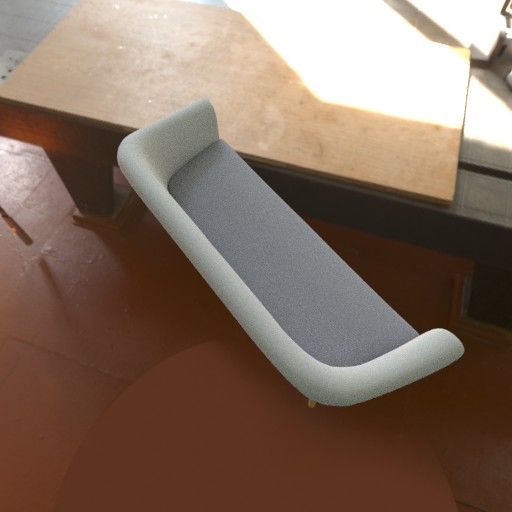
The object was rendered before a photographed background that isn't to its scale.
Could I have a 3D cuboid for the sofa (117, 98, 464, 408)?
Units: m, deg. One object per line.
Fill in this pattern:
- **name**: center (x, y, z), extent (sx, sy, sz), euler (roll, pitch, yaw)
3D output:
- **sofa**: center (0.000, 0.000, 2.514), extent (0.827, 0.795, 2.160), euler (-33, 64, -18)
